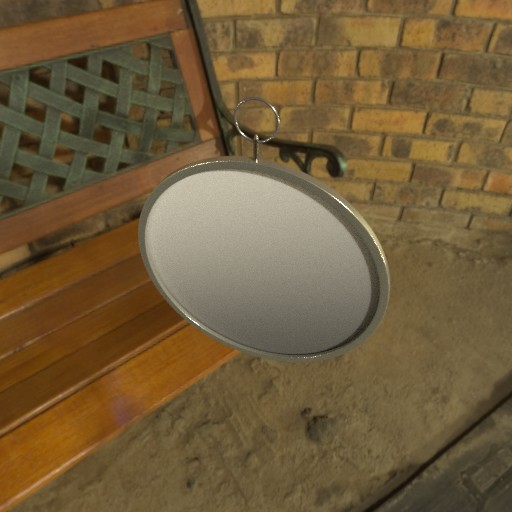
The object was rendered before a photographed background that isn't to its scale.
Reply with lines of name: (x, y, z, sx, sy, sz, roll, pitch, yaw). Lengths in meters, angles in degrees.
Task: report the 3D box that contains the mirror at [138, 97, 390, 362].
mirror: (0.000, 0.000, 0.984, 0.594, 0.713, 0.020, 12, 43, 14)
